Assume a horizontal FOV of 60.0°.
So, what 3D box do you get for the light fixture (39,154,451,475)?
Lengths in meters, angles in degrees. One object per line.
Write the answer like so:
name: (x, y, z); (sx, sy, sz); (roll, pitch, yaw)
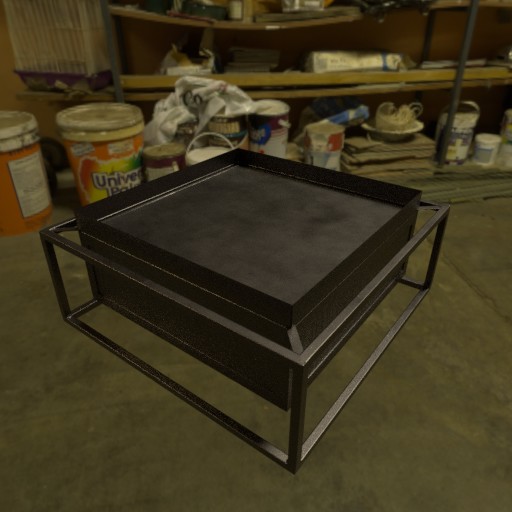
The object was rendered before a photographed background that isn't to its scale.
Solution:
light fixture: (0.000, 0.000, 0.699); (0.441, 0.191, 0.441); (21, 37, 31)
